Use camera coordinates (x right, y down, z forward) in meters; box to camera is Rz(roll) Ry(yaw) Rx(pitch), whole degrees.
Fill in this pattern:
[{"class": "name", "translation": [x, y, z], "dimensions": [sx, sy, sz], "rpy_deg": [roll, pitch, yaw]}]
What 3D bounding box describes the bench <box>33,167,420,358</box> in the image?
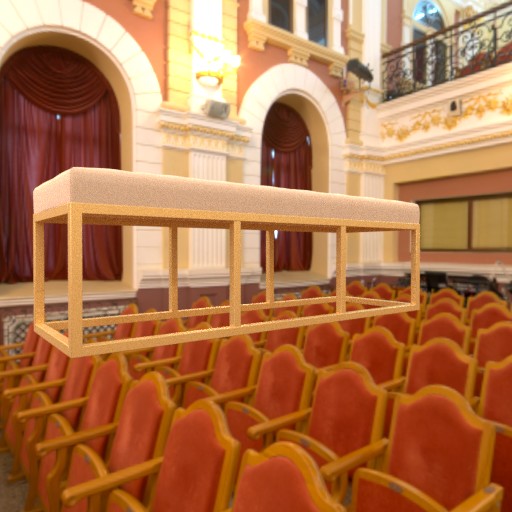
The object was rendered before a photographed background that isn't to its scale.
[{"class": "bench", "translation": [0.000, 0.000, 1.699], "dimensions": [1.473, 0.484, 0.457], "rpy_deg": [-1, 1, -37]}]
